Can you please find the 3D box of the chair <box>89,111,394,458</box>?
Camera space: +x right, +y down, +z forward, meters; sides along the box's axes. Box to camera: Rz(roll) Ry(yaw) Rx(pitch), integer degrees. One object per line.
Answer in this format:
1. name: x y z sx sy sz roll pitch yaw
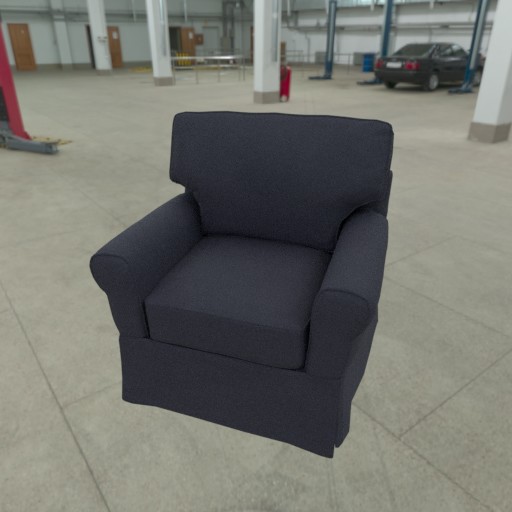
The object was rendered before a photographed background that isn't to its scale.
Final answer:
1. chair: 0.000 0.000 1.966 1.119 1.140 1.002 8 27 16
